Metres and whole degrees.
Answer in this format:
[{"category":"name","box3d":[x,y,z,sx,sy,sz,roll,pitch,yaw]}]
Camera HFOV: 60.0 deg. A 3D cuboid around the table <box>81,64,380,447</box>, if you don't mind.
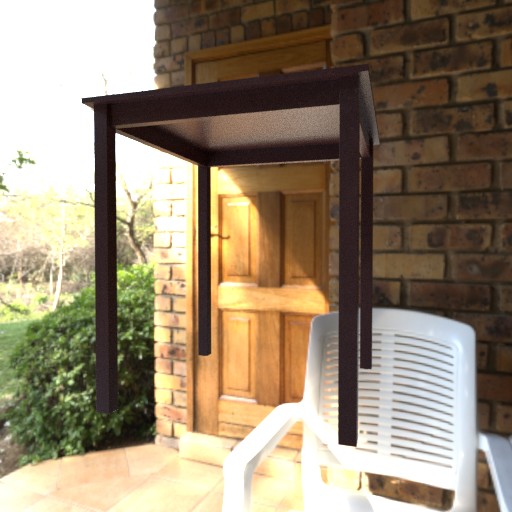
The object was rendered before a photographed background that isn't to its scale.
[{"category":"table","box3d":[0.000,0.000,1.662,0.861,0.991,0.861,0,2,17]}]
